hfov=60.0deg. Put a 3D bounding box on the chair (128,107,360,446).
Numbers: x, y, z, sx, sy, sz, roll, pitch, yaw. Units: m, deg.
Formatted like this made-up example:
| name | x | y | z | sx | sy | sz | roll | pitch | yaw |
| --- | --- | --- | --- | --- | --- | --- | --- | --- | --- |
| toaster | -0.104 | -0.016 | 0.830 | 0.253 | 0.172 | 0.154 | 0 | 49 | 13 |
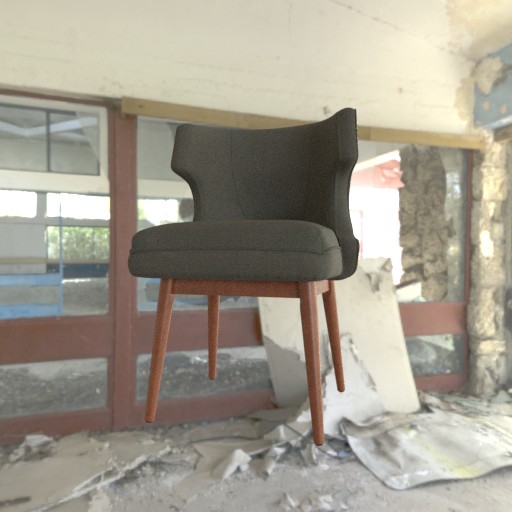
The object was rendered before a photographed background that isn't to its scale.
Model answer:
| name | x | y | z | sx | sy | sz | roll | pitch | yaw |
| --- | --- | --- | --- | --- | --- | --- | --- | --- | --- |
| chair | 0.000 | 0.000 | 1.282 | 0.595 | 0.863 | 0.581 | 0 | 1 | 18 |
